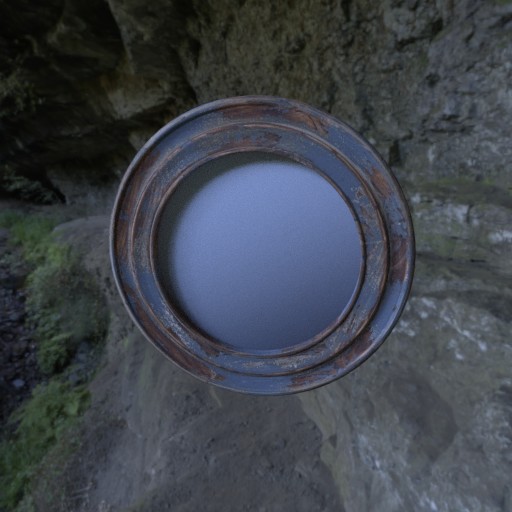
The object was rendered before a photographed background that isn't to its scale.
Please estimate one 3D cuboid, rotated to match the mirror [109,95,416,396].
[{"bbox_3d":[0.000,0.000,0.858,0.585,0.585,0.061,3,16,9],"label":"mirror"}]
